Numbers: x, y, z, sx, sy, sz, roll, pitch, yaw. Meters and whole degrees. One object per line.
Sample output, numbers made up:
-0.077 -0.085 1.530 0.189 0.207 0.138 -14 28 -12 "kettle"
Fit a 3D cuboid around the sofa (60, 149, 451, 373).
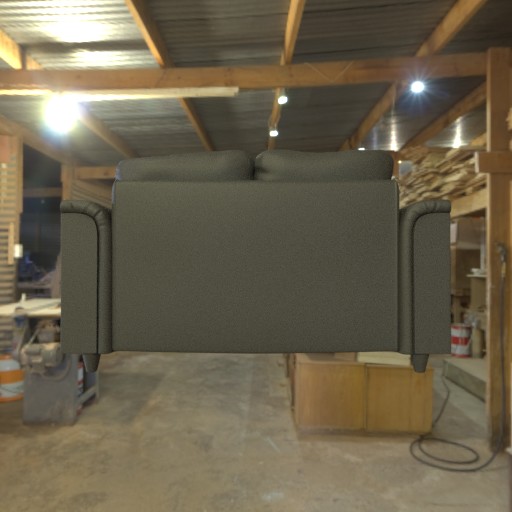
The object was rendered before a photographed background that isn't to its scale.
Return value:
0.000 0.000 1.998 1.386 0.845 0.887 0 0 0 "sofa"
